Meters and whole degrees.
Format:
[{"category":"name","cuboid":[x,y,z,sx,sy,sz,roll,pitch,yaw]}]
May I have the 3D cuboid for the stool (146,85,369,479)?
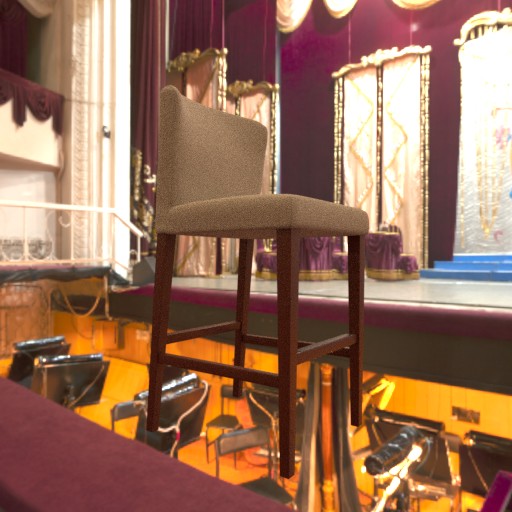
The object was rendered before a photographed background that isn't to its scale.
[{"category":"stool","cuboid":[0.000,0.000,1.384,0.568,1.069,0.481,0,0,36]}]
